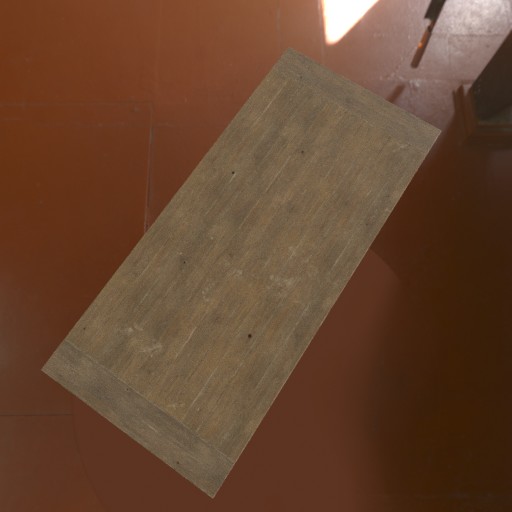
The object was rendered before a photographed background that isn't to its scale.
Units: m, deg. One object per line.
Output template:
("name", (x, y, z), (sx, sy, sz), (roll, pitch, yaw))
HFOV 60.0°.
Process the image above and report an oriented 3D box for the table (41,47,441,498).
("table", (0.000, 0.000, 2.090), (0.820, 0.465, 1.800), (33, 77, 8))
